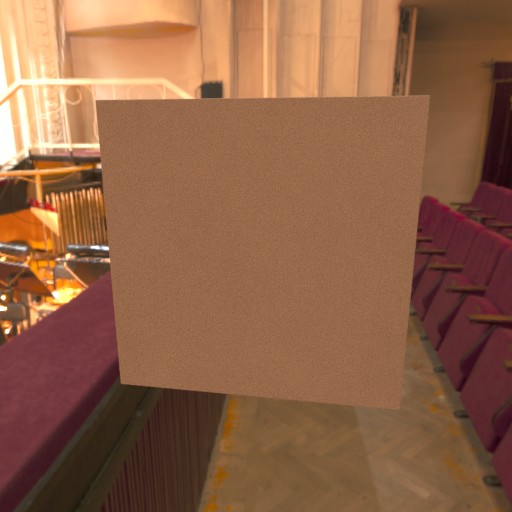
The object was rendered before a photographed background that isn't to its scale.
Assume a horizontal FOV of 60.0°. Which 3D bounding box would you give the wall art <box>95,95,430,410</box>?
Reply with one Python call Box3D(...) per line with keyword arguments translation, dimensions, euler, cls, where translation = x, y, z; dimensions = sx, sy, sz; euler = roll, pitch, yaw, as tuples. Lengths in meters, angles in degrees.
Box3D(translation=(0.000, 0.000, 0.457), dimensions=(0.305, 0.305, 0.038), euler=(3, 15, 9), cls="wall art")
